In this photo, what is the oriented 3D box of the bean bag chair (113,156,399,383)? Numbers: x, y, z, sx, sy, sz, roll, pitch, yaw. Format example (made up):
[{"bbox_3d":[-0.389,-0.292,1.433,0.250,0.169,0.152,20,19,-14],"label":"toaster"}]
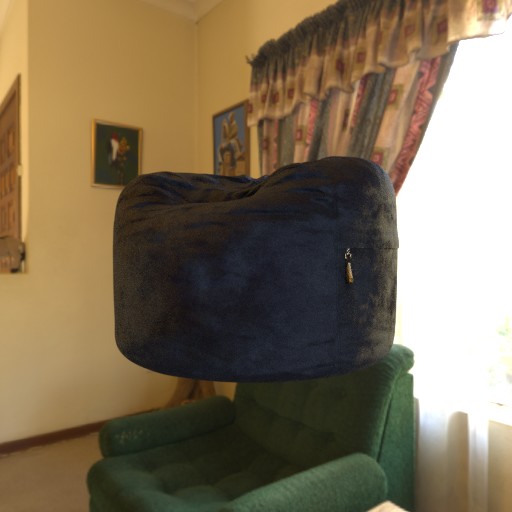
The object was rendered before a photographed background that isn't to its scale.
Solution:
[{"bbox_3d":[0.000,0.000,1.488,0.918,0.616,0.918,0,1,0],"label":"bean bag chair"}]
